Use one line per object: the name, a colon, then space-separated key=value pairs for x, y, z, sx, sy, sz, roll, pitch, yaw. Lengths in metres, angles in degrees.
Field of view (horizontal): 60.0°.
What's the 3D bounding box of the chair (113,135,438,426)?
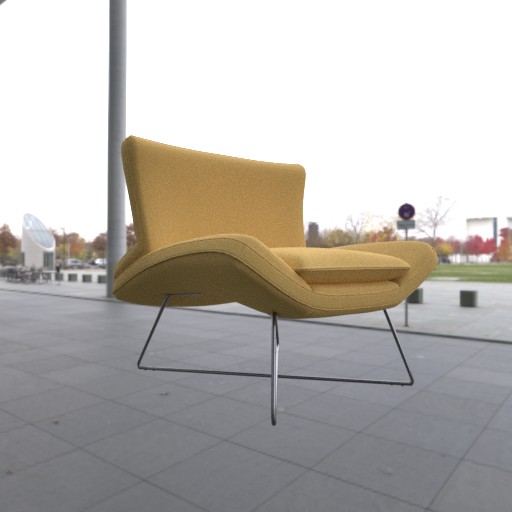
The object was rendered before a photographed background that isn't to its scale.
chair: x=0.000 y=0.000 z=1.646 sx=0.859 sy=0.855 sz=1.008 roll=0 pitch=0 yaw=-37
